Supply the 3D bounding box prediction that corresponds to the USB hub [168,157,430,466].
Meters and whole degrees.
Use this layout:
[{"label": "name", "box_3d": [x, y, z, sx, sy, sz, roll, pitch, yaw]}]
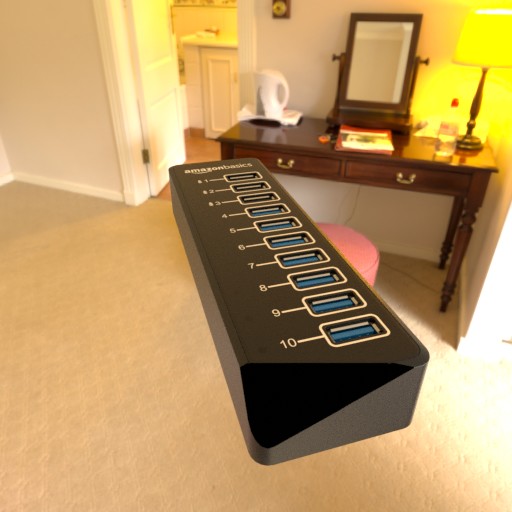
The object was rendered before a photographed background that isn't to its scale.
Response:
[{"label": "USB hub", "box_3d": [0.000, 0.000, 0.161, 0.044, 0.023, 0.145, -9, 33, -14]}]
